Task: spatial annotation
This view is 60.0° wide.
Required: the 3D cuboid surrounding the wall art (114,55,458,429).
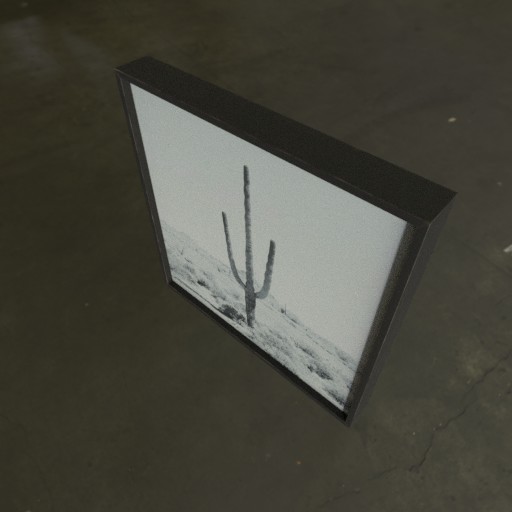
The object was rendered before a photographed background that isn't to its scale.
[{"bbox_3d":[0.000,0.000,0.448,0.305,0.305,0.038,33,55,27],"label":"wall art"}]
